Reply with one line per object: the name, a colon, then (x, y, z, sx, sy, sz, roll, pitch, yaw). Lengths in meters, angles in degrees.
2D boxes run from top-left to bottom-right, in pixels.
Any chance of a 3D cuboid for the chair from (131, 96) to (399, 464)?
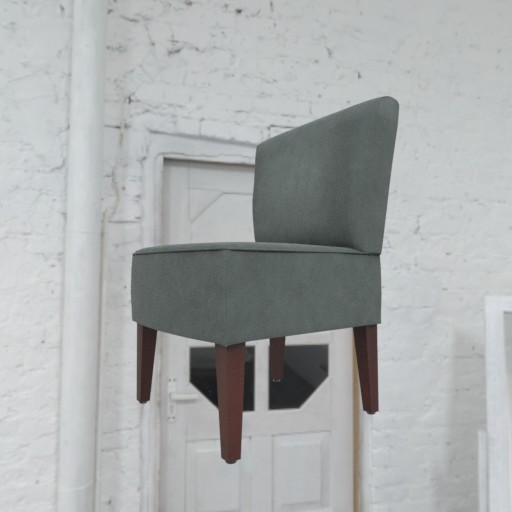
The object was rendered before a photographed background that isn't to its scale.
chair: (0.000, 0.000, 1.167, 0.554, 0.806, 0.521, 1, -2, -36)
